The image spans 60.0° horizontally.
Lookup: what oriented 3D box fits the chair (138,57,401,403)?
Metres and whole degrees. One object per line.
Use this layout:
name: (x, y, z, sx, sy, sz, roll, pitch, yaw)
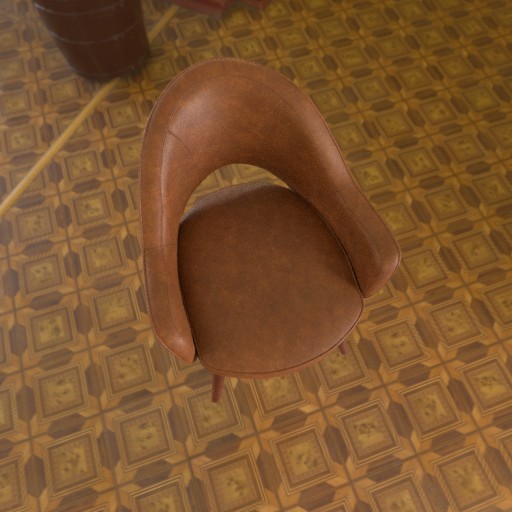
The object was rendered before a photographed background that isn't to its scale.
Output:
chair: (0.000, 0.000, 1.205, 0.591, 0.777, 0.640, -18, 65, -9)
